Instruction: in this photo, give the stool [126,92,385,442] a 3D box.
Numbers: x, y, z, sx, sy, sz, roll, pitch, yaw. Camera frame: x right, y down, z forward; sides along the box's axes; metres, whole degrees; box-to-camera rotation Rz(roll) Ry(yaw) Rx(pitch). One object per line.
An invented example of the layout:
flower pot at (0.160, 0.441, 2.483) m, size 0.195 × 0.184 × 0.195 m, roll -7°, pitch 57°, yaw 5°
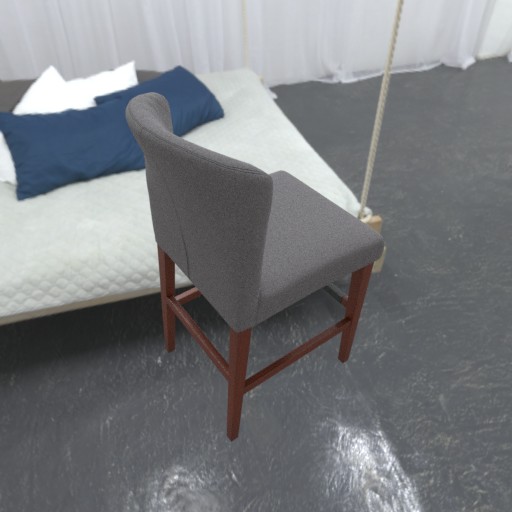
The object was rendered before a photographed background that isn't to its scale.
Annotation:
stool at (0.000, 0.000, 1.307) m, size 0.568 × 0.968 × 0.481 m, roll -26°, pitch 48°, yaw -26°
